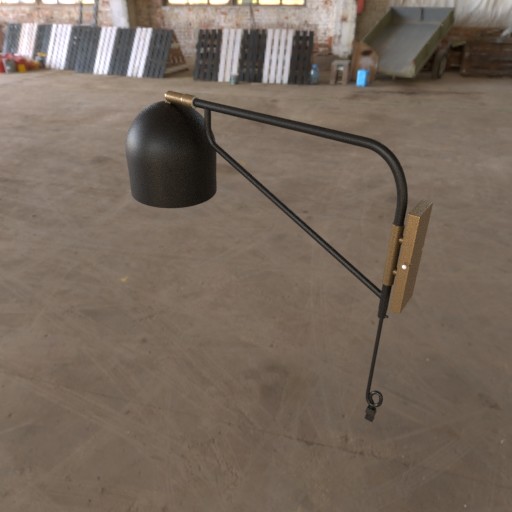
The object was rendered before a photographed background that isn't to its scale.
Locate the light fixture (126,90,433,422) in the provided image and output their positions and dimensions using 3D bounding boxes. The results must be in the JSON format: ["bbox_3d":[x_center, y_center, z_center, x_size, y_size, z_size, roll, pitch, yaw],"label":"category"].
[{"bbox_3d":[0.000,0.000,1.052,0.720,0.696,0.215,20,36,30],"label":"light fixture"}]
